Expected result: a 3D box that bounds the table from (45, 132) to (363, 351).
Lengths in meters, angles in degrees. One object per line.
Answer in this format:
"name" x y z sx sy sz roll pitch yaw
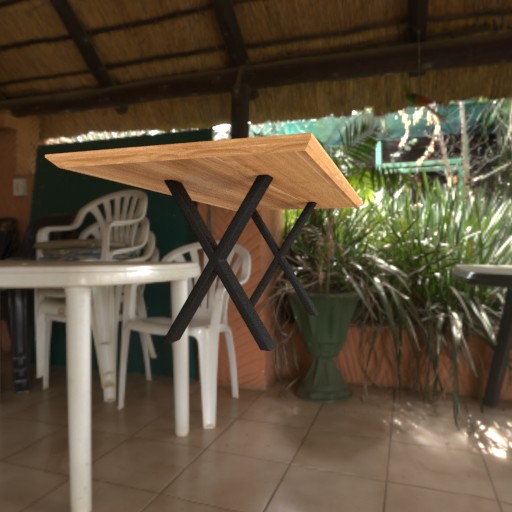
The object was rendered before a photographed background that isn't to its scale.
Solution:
"table" 0.000 0.000 2.446 1.000 0.770 2.000 0 1 18
